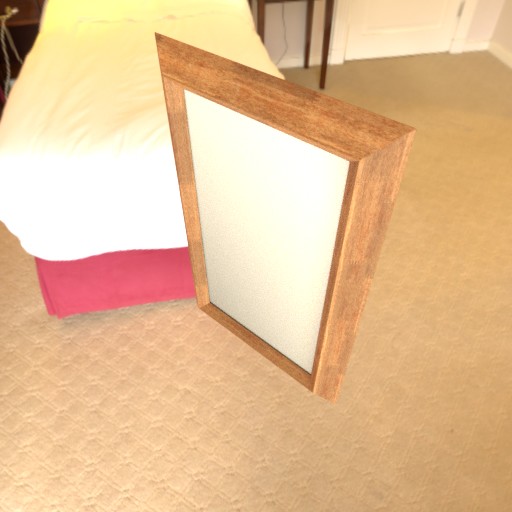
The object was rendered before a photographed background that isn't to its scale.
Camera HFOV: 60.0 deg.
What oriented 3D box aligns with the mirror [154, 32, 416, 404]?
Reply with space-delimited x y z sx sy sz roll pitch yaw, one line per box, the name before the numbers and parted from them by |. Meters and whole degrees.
mirror | 0.000 0.000 1.224 0.651 1.010 0.047 32 54 27
